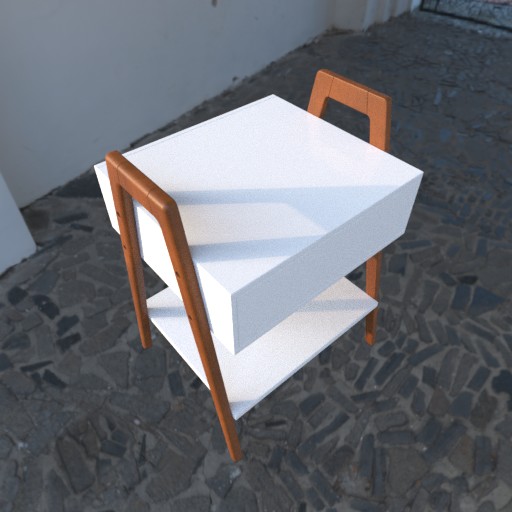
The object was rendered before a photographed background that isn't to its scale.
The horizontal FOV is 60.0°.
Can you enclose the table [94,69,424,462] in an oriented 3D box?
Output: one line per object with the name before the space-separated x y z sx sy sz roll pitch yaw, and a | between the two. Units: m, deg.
table | 0.000 0.000 0.910 0.457 0.610 0.405 -31 53 -27
